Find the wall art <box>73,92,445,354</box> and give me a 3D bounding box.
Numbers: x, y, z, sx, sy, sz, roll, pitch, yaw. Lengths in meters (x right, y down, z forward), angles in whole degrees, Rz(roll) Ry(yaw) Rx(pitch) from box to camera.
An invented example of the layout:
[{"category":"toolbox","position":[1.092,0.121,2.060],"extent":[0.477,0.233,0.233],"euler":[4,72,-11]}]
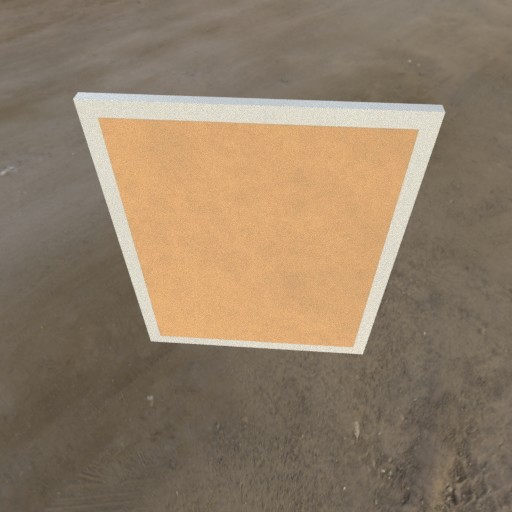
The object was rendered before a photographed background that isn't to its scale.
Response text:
[{"category":"wall art","position":[0.000,0.000,1.092],"extent":[0.661,0.811,0.026],"euler":[3,47,3]}]
